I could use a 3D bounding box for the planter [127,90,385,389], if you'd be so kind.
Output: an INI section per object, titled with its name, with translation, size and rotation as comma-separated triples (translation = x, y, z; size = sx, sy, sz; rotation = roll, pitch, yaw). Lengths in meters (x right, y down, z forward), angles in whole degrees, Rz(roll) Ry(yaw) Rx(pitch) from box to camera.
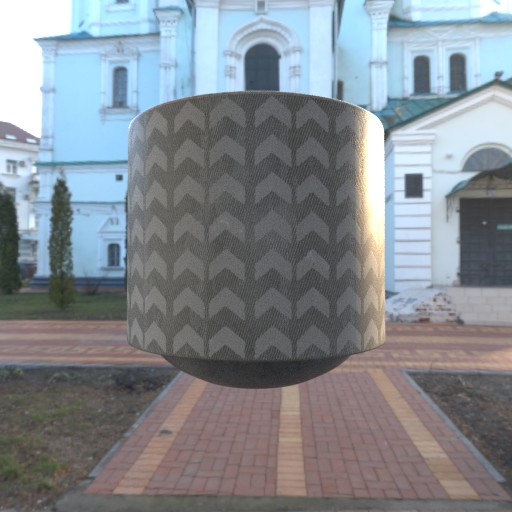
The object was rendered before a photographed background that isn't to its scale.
[planter]
translation = 0.000, 0.000, 0.341
size = 0.190, 0.181, 0.190
rotation = 0, -1, 0
